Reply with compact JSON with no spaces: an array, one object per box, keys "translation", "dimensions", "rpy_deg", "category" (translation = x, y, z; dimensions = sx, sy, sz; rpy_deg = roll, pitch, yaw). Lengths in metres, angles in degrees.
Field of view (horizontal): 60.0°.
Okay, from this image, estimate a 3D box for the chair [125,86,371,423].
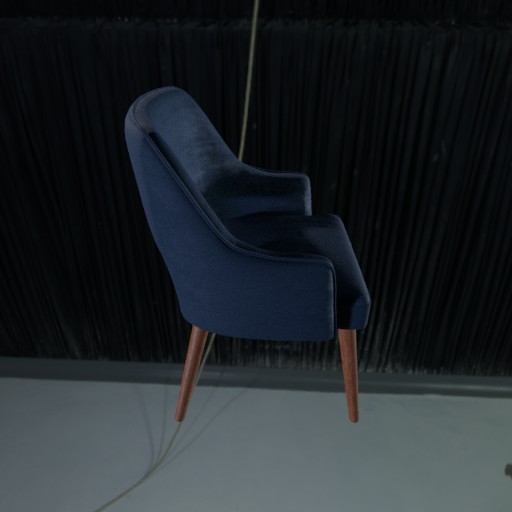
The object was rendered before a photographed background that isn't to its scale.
[{"translation":[0.000,0.000,1.237],"dimensions":[0.591,0.844,0.559],"rpy_deg":[0,32,0],"category":"chair"}]
